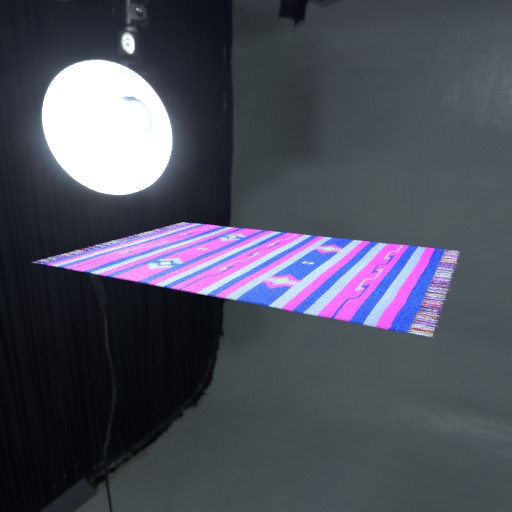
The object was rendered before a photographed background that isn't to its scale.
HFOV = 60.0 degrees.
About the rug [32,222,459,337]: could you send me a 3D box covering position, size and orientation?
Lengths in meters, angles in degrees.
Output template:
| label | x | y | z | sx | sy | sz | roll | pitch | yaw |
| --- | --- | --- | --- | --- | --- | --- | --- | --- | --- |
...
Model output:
| label | x | y | z | sx | sy | sz | roll | pitch | yaw |
| --- | --- | --- | --- | --- | --- | --- | --- | --- | --- |
| rug | 0.000 | 0.000 | 2.869 | 2.350 | 0.013 | 1.539 | 8 | 17 | 27 |
